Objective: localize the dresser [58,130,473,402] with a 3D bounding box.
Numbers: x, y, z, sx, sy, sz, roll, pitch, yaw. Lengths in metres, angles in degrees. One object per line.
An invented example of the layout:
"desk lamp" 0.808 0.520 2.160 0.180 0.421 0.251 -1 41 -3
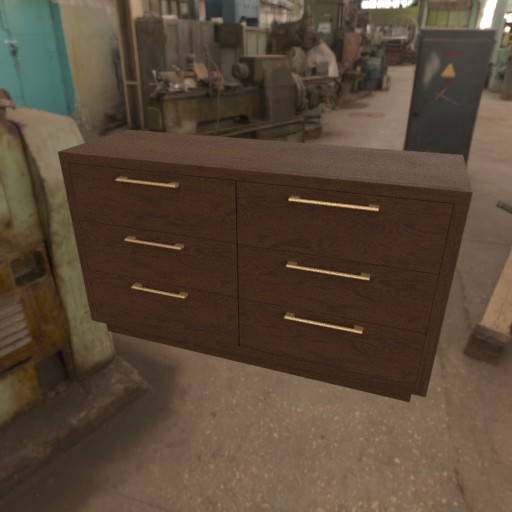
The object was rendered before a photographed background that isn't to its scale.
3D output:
"dresser" 0.000 0.000 1.929 1.523 0.889 0.512 9 28 17
